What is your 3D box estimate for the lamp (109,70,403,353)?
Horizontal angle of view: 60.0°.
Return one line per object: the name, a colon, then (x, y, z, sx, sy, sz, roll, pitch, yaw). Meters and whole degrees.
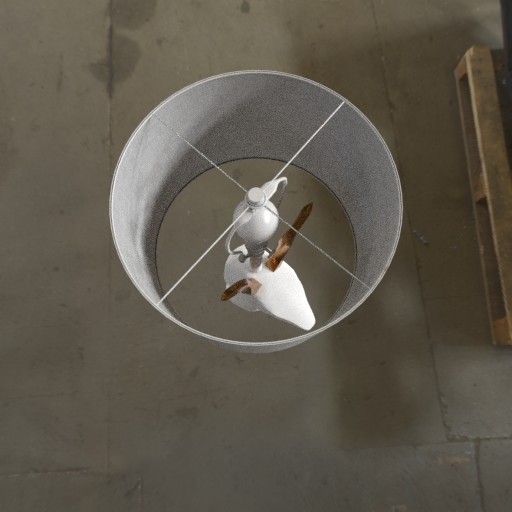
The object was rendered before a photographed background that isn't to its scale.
lamp: (0.000, 0.000, 0.691, 0.298, 0.503, 0.298, 40, 79, 9)
